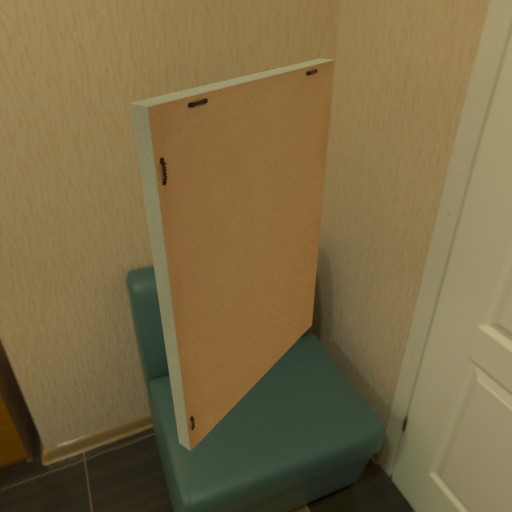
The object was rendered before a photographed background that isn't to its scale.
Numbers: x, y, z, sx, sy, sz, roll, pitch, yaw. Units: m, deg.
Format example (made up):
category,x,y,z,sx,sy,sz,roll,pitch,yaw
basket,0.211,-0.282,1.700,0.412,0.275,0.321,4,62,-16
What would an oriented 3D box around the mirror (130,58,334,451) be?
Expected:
category,x,y,z,sx,sy,sz,roll,pitch,yaw
mirror,0.000,0.000,0.934,0.039,0.710,0.507,21,37,30
